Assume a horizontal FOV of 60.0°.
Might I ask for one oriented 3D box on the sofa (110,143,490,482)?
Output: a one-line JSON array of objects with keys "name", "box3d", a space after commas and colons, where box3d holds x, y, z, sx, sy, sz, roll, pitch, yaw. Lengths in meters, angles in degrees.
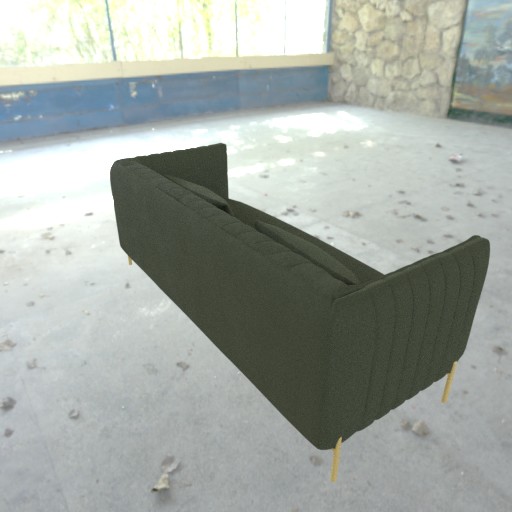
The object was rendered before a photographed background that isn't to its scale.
[{"name": "sofa", "box3d": [0.000, 0.000, 2.441, 0.896, 0.793, 2.137, -18, 32, -31]}]
